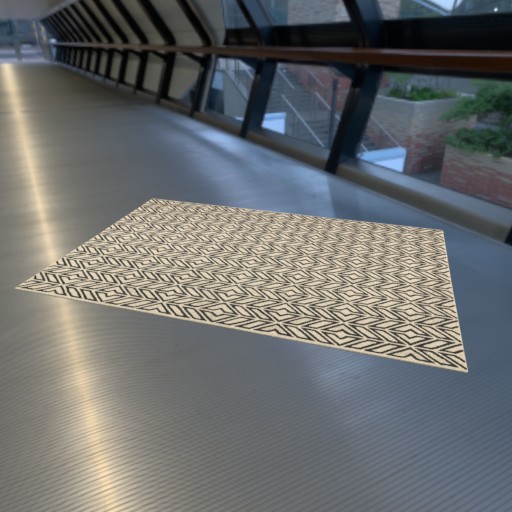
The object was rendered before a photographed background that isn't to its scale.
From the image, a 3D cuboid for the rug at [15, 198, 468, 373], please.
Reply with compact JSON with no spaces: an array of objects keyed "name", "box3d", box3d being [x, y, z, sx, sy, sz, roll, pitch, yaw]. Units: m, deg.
[{"name":"rug","box3d":[0.000,0.000,2.213,1.828,0.007,1.220,8,28,15]}]
